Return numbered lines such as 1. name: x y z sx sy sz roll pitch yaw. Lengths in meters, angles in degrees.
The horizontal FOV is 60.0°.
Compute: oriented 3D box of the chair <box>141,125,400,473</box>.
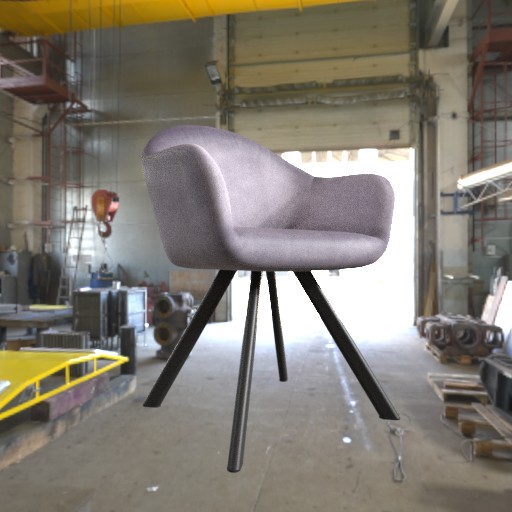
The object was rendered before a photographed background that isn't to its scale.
1. chair: 0.000 0.000 1.148 0.570 0.780 0.540 0 0 -35
